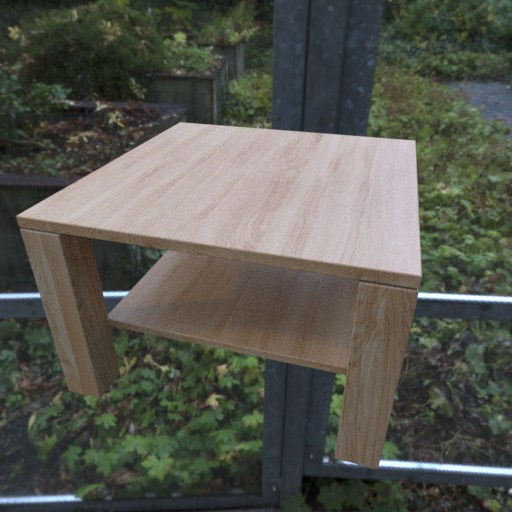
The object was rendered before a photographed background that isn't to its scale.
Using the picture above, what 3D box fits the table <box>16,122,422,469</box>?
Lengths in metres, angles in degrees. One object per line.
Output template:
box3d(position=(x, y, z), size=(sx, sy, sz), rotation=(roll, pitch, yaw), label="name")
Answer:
box3d(position=(0.000, 0.000, 1.118), size=(0.700, 0.450, 0.700), rotation=(9, 32, 14), label="table")
